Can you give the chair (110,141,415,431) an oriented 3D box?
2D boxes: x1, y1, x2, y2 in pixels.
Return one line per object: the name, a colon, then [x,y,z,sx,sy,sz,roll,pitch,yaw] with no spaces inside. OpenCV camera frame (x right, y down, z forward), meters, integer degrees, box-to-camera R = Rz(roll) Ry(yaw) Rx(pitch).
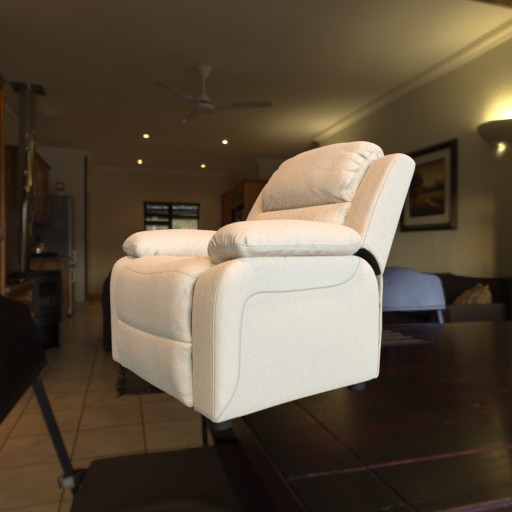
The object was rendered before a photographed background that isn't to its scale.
chair: [0.000,0.000,1.287,0.709,0.702,0.680,0,1,-36]
